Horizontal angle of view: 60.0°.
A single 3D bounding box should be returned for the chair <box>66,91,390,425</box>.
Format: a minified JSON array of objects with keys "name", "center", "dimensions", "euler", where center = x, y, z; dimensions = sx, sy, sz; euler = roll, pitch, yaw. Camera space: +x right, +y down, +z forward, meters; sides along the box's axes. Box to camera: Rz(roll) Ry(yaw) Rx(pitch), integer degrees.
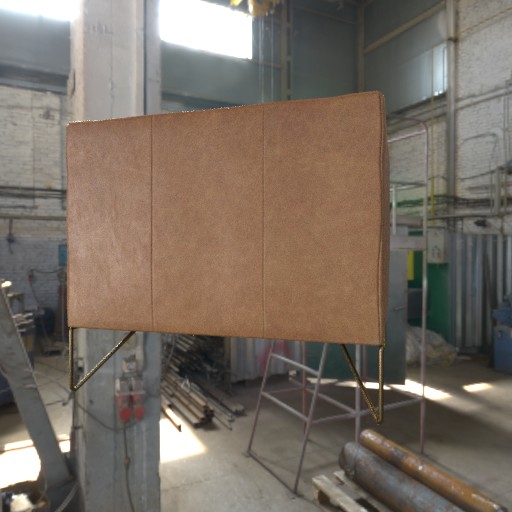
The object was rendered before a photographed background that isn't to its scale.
[{"name":"chair","center":[0.000,0.000,1.588],"dimensions":[0.920,0.797,0.912],"euler":[0,1,17]}]
